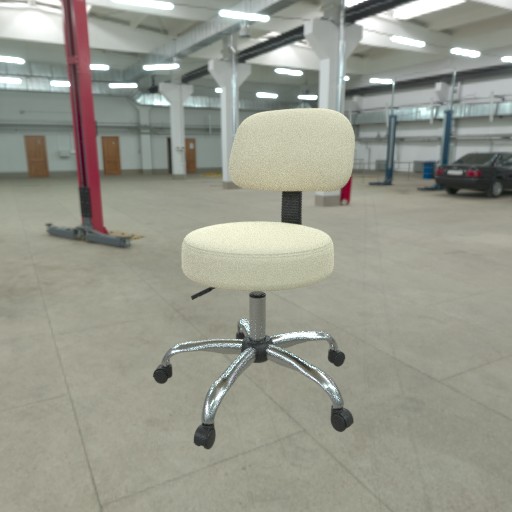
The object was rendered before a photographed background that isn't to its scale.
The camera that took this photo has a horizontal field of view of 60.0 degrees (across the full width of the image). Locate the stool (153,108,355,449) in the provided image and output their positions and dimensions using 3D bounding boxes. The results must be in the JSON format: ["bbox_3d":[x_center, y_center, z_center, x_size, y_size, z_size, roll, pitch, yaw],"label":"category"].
[{"bbox_3d":[0.000,0.000,1.212,0.609,0.810,0.616,6,15,25],"label":"stool"}]
